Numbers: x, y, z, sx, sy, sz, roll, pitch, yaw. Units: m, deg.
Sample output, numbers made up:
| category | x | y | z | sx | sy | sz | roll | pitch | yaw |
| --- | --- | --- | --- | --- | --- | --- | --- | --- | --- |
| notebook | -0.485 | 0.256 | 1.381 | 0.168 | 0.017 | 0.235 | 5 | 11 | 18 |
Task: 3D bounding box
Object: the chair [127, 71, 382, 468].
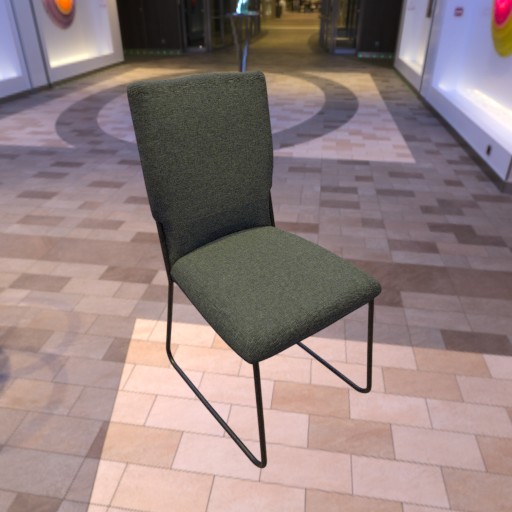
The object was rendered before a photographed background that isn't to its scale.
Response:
| category | x | y | z | sx | sy | sz | roll | pitch | yaw |
| --- | --- | --- | --- | --- | --- | --- | --- | --- | --- |
| chair | 0.000 | 0.000 | 1.294 | 0.480 | 0.931 | 0.635 | -21 | 36 | -32 |
